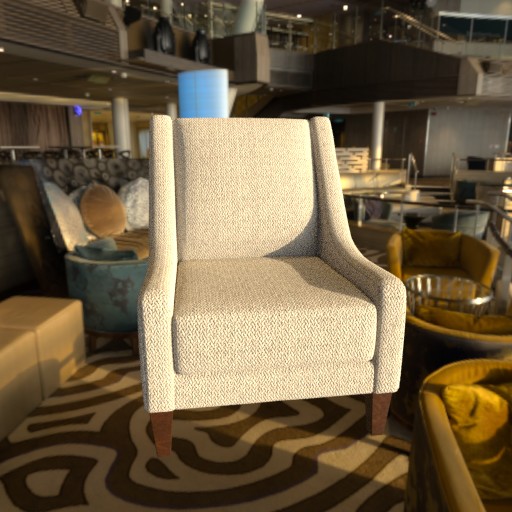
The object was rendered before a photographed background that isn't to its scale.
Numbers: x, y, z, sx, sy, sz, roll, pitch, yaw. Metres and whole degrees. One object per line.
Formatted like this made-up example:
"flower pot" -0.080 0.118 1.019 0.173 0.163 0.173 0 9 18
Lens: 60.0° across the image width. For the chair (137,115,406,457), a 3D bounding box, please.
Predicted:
"chair" 0.000 0.000 1.596 0.774 1.014 0.870 -2 14 -8
